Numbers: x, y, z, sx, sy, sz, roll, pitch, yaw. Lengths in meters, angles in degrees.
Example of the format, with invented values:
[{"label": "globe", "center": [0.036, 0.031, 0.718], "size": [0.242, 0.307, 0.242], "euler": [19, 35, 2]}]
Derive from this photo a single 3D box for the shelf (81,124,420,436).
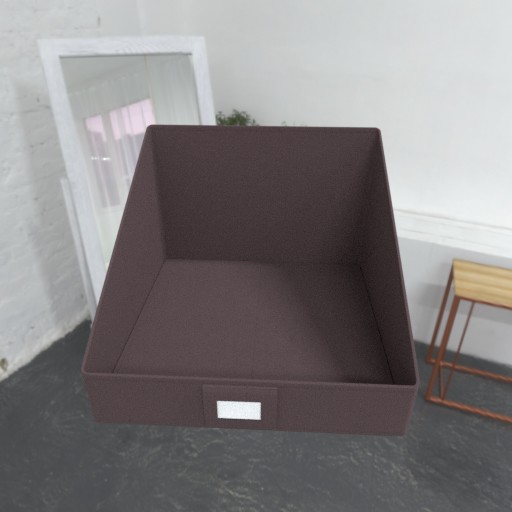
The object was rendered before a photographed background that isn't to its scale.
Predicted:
[{"label": "shelf", "center": [0.000, 0.000, 0.481], "size": [0.292, 0.210, 0.292], "euler": [2, 30, 3]}]
